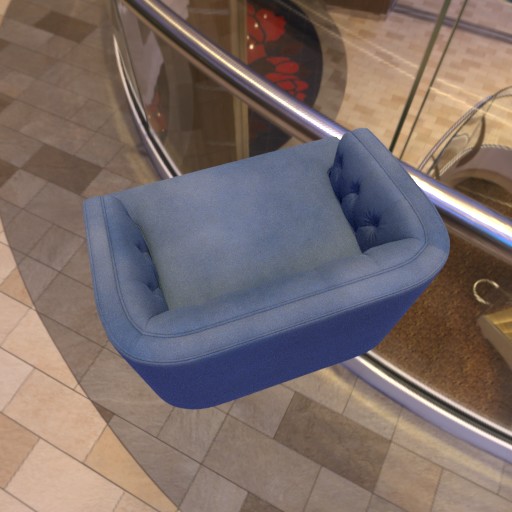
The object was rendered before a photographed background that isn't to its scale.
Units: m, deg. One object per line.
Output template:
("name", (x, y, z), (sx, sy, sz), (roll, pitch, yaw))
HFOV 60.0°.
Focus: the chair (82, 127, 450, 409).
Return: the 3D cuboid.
("chair", (0.000, 0.000, 1.747), (1.118, 0.787, 0.914), (-17, 61, -9))
